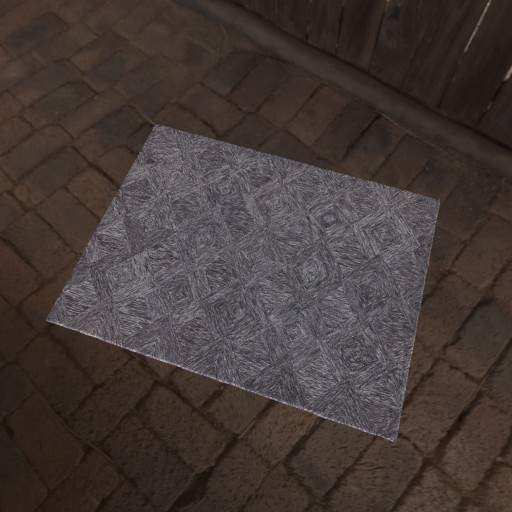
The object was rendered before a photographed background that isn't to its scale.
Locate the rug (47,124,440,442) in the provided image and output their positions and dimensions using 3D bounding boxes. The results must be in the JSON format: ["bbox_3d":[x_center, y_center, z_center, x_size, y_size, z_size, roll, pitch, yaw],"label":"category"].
[{"bbox_3d":[0.000,0.000,4.291,3.204,0.017,2.448,17,65,8],"label":"rug"}]
